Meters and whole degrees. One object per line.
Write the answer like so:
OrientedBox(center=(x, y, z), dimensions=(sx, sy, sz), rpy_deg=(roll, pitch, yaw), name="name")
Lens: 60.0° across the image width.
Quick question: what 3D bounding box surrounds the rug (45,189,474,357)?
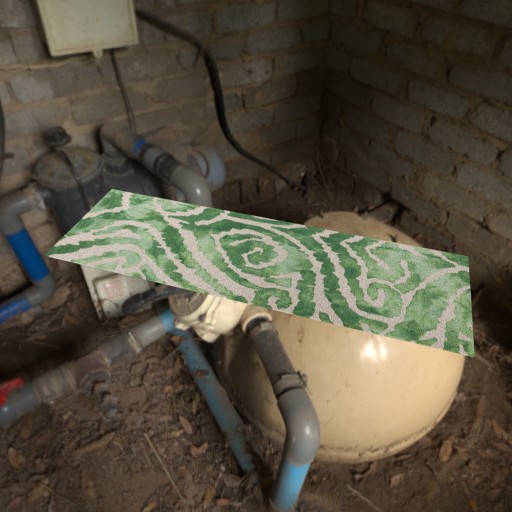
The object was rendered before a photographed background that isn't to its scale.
OrientedBox(center=(0.000, 0.000, 2.674), dimensions=(2.438, 0.006, 0.761), rpy_deg=(12, 43, 13), name="rug")
